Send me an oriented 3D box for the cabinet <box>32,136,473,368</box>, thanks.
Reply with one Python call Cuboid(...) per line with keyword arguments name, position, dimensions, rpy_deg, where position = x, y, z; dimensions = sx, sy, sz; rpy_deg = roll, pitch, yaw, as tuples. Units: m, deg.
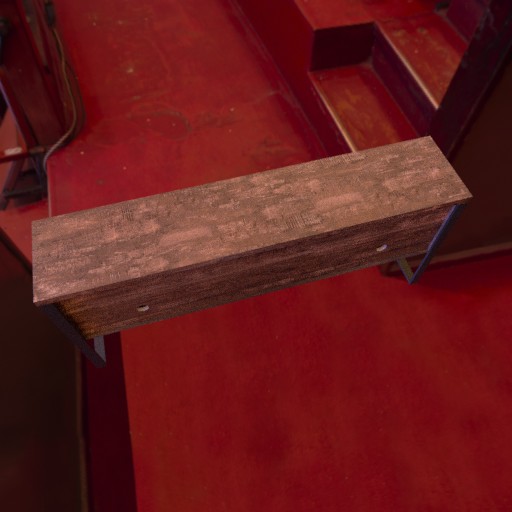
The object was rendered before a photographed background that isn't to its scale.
Cuboid(name="cabinet", position=(0.000, 0.000, 2.170), dimensions=(1.800, 0.762, 0.395), rpy_deg=(-14, 59, -8))
